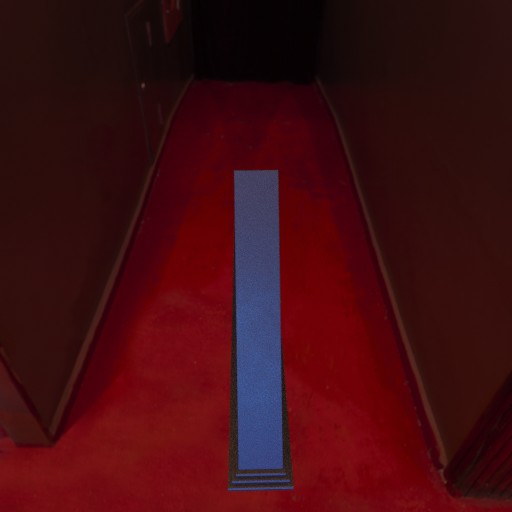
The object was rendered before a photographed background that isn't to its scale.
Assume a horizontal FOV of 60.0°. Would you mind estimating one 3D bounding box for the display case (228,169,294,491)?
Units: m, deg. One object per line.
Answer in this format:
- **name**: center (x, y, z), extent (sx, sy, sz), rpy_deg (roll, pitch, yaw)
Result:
- **display case**: center (0.000, 0.000, 0.767), extent (0.095, 0.340, 0.640), rpy_deg (-1, 42, -1)
